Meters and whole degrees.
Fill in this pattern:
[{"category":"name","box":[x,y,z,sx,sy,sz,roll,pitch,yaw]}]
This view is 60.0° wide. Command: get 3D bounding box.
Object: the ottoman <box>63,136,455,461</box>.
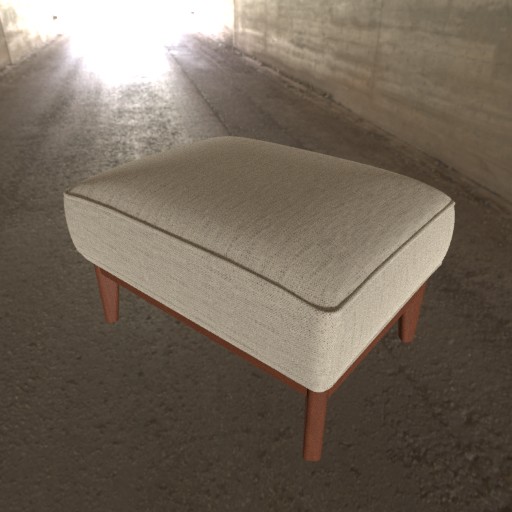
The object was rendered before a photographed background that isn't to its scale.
[{"category":"ottoman","box":[0.000,0.000,1.145,0.794,0.465,0.594,23,37,33]}]
